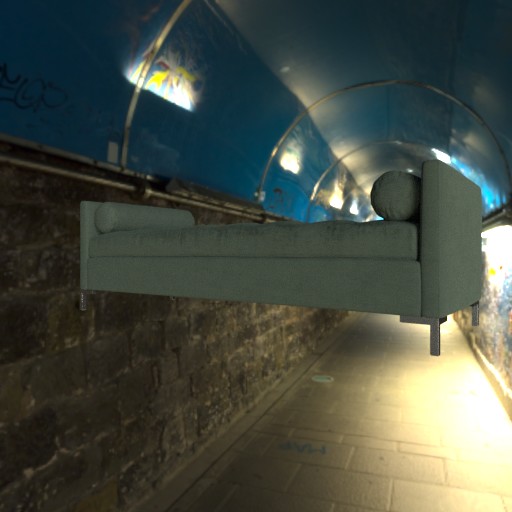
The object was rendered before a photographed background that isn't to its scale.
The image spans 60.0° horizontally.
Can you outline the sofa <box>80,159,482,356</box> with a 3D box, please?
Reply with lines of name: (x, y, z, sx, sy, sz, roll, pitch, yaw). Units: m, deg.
sofa: (0.000, 0.000, 2.384, 2.102, 0.657, 0.797, 0, 0, 36)
